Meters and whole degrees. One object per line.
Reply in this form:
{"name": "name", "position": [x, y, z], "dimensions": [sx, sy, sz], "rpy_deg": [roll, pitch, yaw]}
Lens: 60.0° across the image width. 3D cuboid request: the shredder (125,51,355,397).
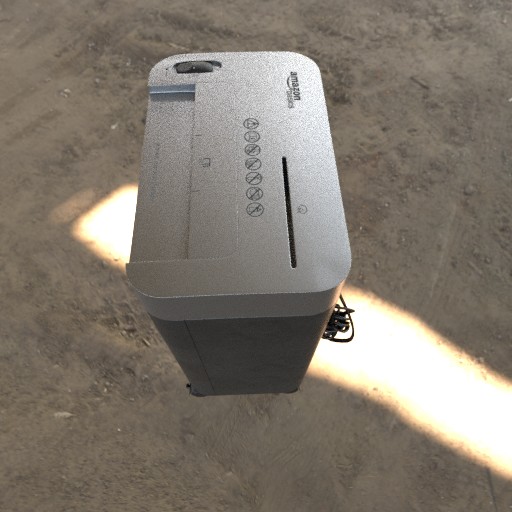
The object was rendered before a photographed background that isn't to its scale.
{"name": "shredder", "position": [0.000, 0.000, 0.618], "dimensions": [0.237, 0.419, 0.311], "rpy_deg": [-2, 60, -1]}
